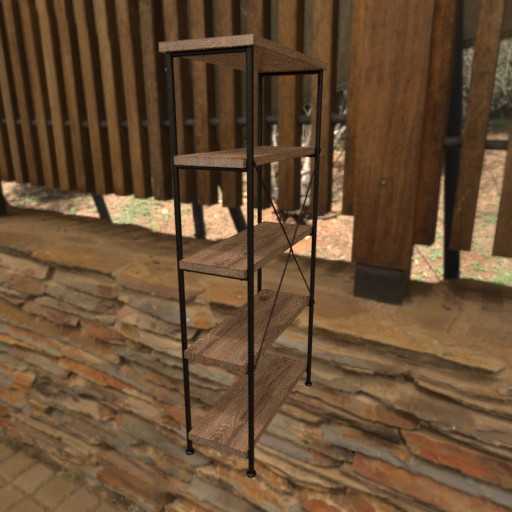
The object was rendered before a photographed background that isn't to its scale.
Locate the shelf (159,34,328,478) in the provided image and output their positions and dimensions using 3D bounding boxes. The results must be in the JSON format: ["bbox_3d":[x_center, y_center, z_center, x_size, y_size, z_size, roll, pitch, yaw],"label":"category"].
[{"bbox_3d":[0.000,0.000,2.034,0.360,1.700,0.800,8,19,24],"label":"shelf"}]
